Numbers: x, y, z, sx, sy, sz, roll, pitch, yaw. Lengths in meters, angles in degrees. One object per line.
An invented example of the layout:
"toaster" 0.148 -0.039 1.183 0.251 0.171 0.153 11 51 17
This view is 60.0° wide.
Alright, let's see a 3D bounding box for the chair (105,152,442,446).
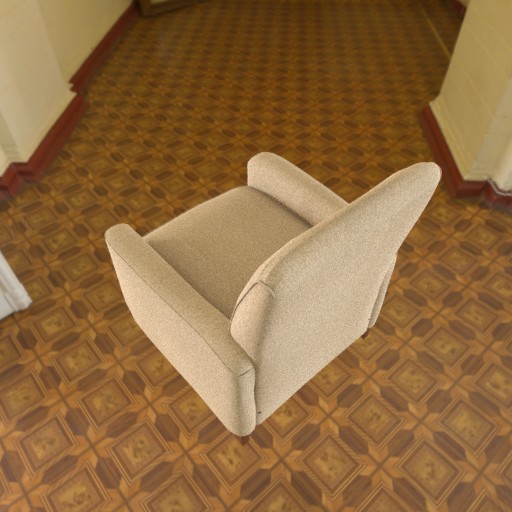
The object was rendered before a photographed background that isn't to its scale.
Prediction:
"chair" 0.000 0.000 1.651 0.848 1.014 0.864 -33 54 -27
